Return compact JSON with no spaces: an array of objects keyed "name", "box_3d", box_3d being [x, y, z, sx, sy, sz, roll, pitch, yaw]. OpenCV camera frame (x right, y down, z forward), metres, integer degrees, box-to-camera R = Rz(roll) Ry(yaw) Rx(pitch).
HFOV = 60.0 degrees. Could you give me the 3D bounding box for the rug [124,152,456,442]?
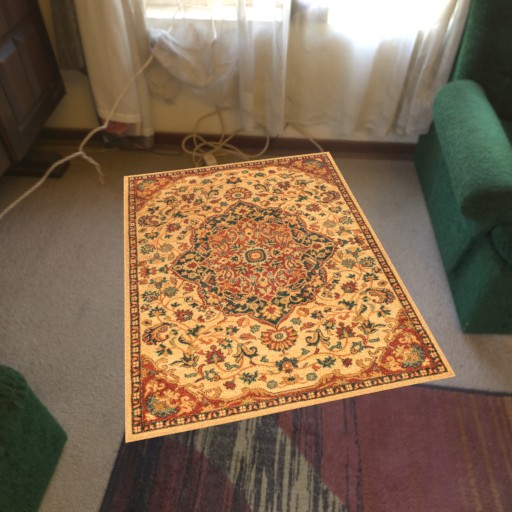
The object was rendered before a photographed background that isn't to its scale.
[{"name":"rug","box_3d":[0.000,0.000,4.214,2.454,0.005,3.067,-9,47,-8]}]
